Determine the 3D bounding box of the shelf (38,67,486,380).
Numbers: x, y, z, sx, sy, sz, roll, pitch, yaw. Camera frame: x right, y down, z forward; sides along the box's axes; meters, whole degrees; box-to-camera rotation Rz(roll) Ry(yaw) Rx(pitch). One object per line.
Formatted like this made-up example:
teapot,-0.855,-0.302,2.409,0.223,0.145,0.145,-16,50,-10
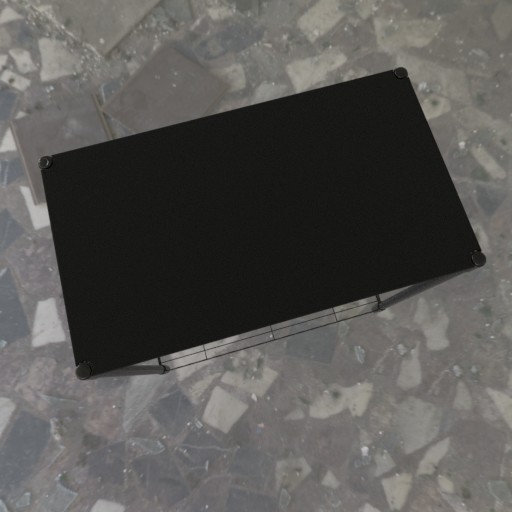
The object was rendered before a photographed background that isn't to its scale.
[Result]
shelf,0.000,0.000,0.914,0.589,0.564,0.338,-15,76,-4
